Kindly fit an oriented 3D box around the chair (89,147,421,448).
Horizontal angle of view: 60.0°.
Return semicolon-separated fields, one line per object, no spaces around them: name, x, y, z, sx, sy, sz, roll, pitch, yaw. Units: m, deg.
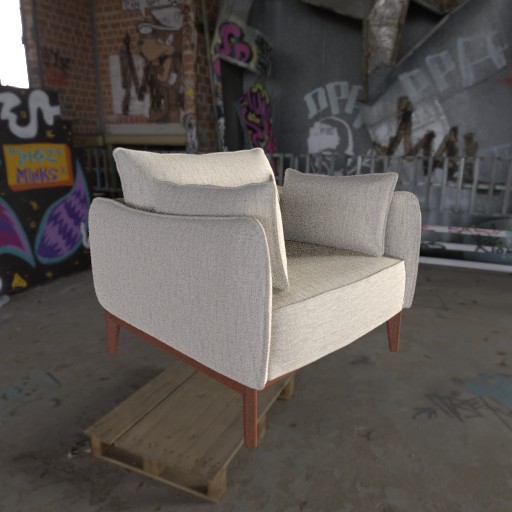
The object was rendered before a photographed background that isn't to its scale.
chair;0.000;0.000;1.799;0.991;0.855;0.994;14;20;43
